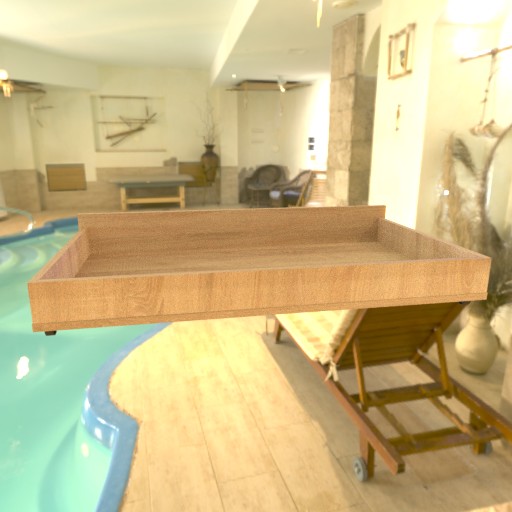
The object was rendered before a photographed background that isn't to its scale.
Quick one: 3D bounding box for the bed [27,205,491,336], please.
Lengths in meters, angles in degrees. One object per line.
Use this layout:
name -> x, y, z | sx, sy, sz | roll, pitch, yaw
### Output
bed -> 0.000, 0.000, 1.444 | 1.200, 0.209, 0.685 | -3, 15, -10
